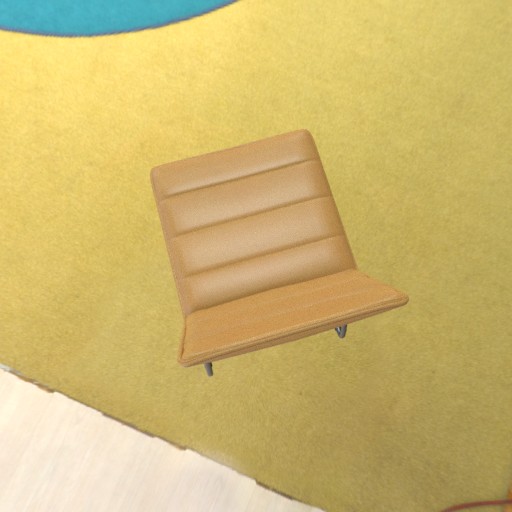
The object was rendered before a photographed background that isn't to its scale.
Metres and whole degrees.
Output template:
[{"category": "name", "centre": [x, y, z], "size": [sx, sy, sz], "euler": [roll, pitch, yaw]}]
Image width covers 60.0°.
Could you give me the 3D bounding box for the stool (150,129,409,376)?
[{"category": "stool", "centre": [0.000, 0.000, 1.166], "size": [0.489, 0.866, 0.524], "euler": [-15, 77, -4]}]
